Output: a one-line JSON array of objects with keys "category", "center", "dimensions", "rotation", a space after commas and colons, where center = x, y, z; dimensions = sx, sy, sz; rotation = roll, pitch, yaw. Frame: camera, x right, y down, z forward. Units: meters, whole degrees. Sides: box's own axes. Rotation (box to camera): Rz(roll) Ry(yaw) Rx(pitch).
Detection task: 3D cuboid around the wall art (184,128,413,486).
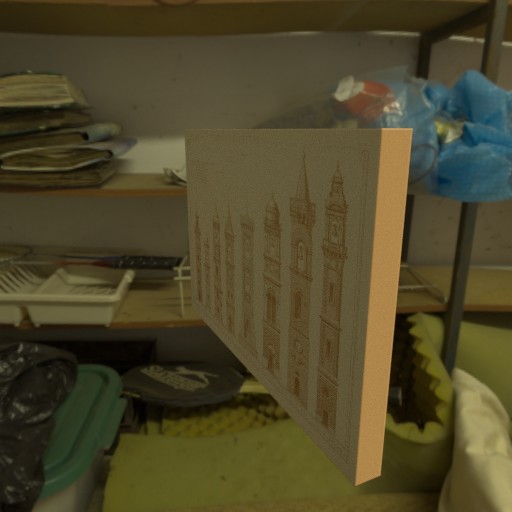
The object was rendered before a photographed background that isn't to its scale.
[{"category": "wall art", "center": [0.000, 0.000, 0.740], "dimensions": [0.039, 0.407, 0.609], "rotation": [-8, 18, -25]}]
